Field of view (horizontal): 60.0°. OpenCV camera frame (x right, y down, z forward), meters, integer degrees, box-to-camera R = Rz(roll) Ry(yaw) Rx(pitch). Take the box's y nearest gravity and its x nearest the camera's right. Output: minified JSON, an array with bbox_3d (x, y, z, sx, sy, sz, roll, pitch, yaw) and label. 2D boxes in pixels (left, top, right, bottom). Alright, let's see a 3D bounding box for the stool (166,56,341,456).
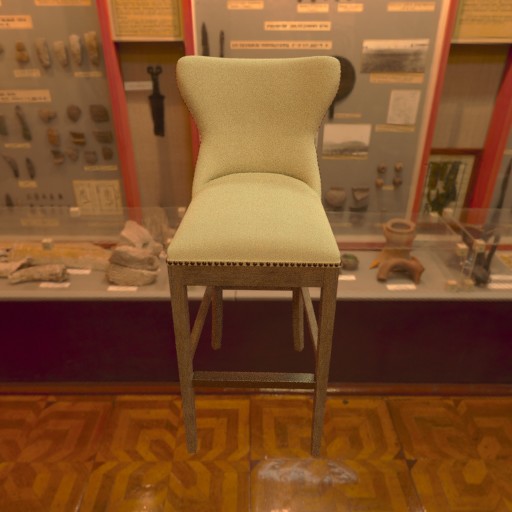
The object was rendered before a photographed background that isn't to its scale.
[{"bbox_3d":[0.000,0.000,1.405,0.494,1.123,0.606,1,29,1],"label":"stool"}]
